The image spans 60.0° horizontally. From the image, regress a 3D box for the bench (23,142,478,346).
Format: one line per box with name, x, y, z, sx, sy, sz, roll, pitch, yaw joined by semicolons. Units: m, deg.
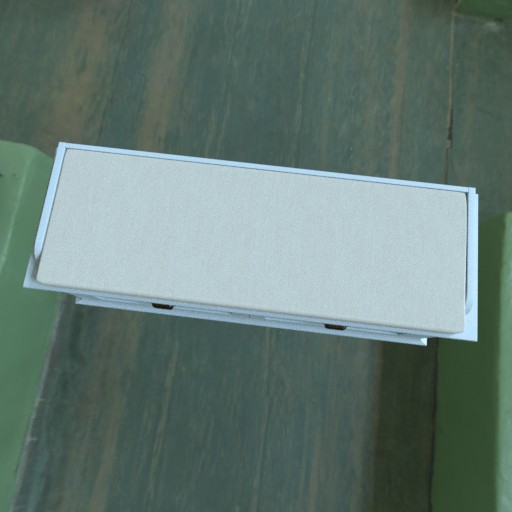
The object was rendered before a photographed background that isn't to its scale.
bench;0.000;0.000;1.380;1.185;0.486;0.402;7;77;2
